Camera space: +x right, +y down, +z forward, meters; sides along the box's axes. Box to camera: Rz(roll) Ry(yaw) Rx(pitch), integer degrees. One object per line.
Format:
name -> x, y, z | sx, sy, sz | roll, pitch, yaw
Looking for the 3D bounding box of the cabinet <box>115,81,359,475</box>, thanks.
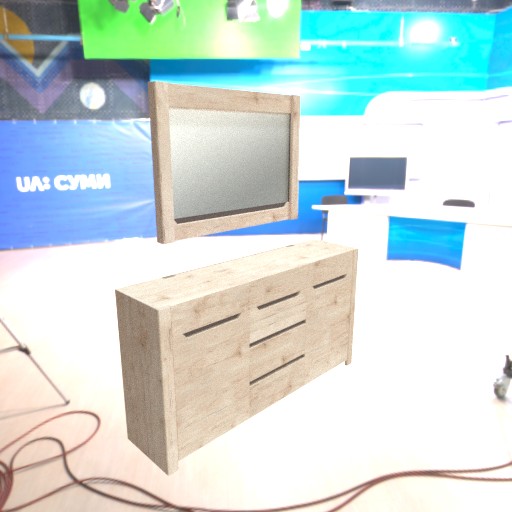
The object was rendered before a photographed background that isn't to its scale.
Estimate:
cabinet -> 0.000, 0.000, 2.772 | 1.700, 1.981, 0.420 | -14, 21, -43
